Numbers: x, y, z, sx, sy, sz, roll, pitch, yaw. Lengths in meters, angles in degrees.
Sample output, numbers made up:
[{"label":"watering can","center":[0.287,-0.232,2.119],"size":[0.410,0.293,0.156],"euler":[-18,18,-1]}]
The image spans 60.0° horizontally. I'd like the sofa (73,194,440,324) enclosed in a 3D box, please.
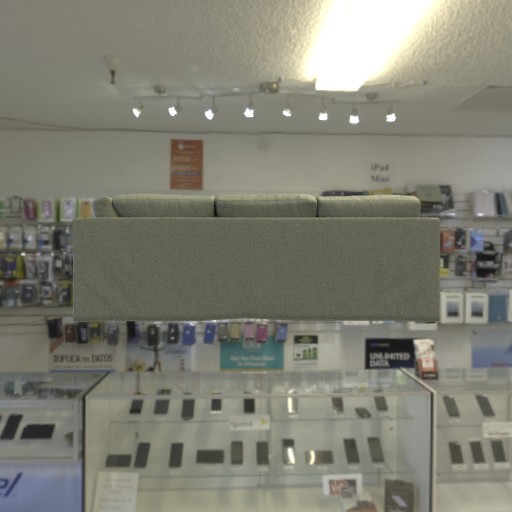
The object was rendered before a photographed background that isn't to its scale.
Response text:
[{"label":"sofa","center":[0.000,0.000,4.618],"size":[2.427,0.882,3.460],"euler":[0,0,0]}]
